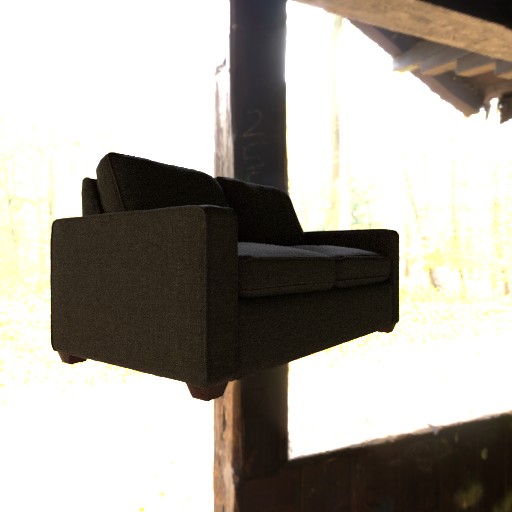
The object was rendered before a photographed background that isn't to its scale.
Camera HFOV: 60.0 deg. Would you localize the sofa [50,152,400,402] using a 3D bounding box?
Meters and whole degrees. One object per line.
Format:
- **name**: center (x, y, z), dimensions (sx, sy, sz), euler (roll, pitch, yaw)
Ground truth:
- **sofa**: center (0.000, 0.000, 2.277), dimensions (0.947, 0.918, 1.709), euler (0, 0, 37)
